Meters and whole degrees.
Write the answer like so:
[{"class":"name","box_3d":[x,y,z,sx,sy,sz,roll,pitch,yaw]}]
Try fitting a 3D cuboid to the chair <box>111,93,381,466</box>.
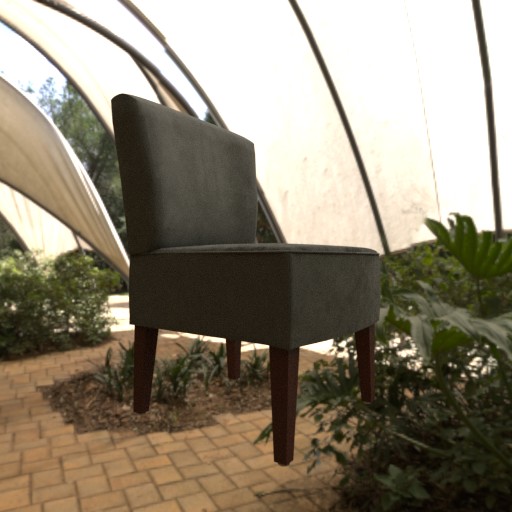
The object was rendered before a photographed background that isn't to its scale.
[{"class":"chair","box_3d":[0.000,0.000,1.158,0.554,0.806,0.521,0,0,35]}]
